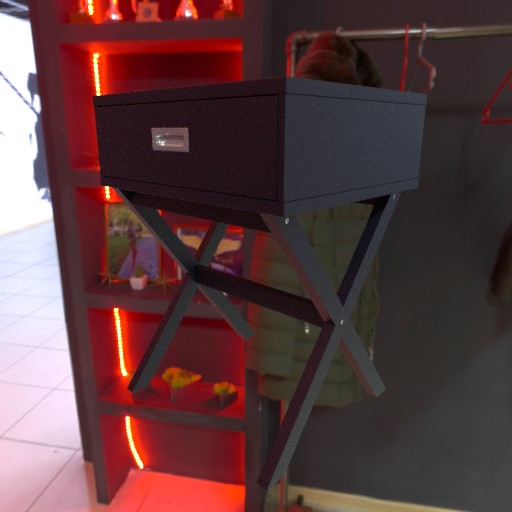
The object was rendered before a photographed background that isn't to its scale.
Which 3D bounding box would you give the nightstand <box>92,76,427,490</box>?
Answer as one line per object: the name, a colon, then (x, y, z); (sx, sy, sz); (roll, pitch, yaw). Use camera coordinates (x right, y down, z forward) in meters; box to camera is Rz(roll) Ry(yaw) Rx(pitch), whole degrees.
nightstand: (0.000, 0.000, 0.910); (0.479, 0.623, 0.402); (15, 22, 41)
